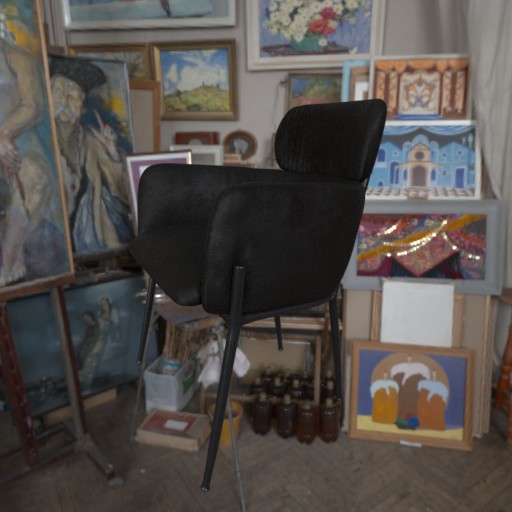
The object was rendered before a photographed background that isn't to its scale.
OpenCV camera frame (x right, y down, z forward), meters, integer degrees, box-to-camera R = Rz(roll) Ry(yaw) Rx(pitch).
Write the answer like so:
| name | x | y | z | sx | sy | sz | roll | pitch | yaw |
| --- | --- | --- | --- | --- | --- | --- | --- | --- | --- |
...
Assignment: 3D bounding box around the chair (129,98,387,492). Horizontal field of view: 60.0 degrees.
| name | x | y | z | sx | sy | sz | roll | pitch | yaw |
| --- | --- | --- | --- | --- | --- | --- | --- | --- | --- |
| chair | 0.000 | 0.000 | 1.219 | 0.604 | 0.818 | 0.640 | -8 | 18 | -26 |
